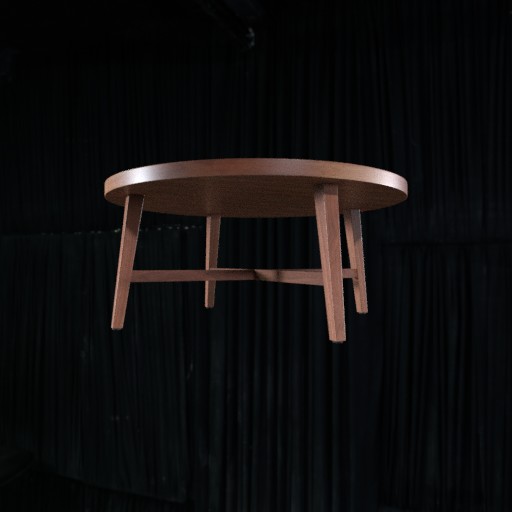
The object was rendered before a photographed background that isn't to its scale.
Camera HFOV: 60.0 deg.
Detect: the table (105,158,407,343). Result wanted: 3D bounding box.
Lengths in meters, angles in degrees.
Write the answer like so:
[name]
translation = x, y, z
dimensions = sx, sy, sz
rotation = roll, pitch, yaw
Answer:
[table]
translation = 0.000, 0.000, 1.236
dimensions = 0.800, 0.360, 0.800
rotation = 0, -1, 0
